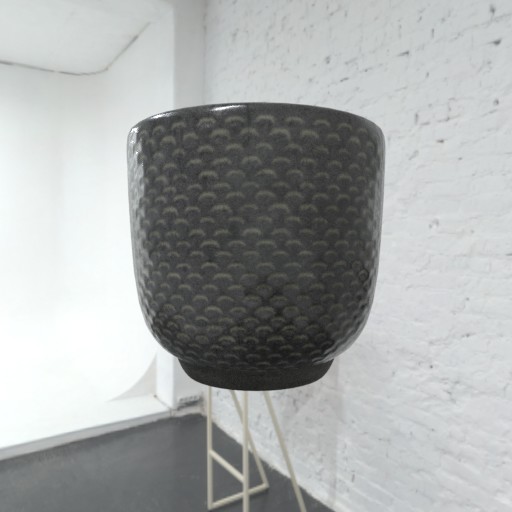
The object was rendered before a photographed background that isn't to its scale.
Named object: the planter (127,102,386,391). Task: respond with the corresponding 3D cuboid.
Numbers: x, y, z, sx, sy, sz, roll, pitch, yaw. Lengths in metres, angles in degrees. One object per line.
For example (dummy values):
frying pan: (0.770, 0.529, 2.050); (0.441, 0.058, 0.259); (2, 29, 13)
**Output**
planter: (0.000, 0.000, 0.250); (0.140, 0.129, 0.140); (0, 1, 0)
